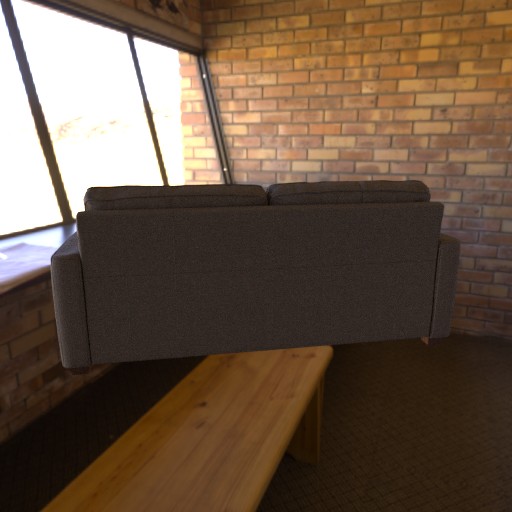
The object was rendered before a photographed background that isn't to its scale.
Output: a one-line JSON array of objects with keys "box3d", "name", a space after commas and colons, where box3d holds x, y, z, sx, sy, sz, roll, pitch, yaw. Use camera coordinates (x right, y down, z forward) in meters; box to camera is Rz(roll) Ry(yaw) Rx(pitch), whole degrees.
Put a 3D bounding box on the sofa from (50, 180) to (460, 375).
[{"box3d": [0.000, 0.000, 2.619, 2.080, 0.919, 0.940, -3, 15, -10], "name": "sofa"}]
